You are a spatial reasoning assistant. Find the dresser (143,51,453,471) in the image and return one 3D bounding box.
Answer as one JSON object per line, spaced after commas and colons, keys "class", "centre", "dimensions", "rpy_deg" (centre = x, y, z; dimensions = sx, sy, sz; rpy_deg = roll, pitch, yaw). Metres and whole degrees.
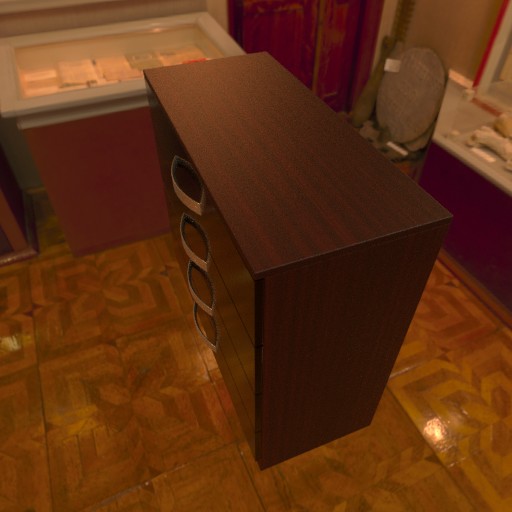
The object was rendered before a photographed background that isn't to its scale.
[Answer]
{"class": "dresser", "centre": [0.000, 0.000, 1.139], "dimensions": [0.360, 0.720, 0.750], "rpy_deg": [-16, 46, -15]}
